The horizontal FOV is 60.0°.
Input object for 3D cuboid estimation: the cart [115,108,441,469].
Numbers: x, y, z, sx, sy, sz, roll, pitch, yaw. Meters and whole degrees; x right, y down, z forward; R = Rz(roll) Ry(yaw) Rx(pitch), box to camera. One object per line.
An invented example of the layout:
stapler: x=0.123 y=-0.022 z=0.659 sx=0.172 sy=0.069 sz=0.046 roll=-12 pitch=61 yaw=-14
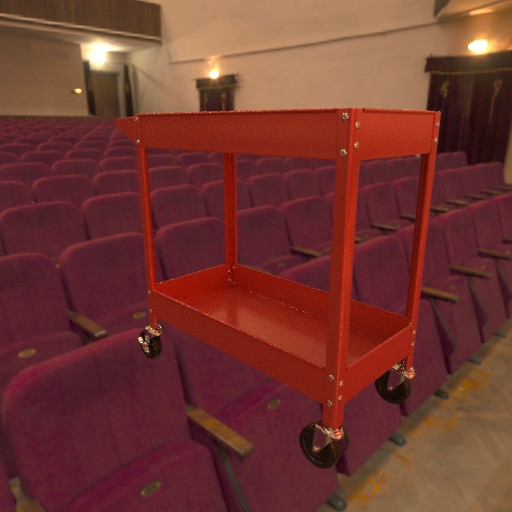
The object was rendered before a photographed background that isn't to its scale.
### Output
cart: x=0.000 y=0.000 z=1.171 sx=0.779 sy=0.719 sz=0.366 roll=16 pitch=23 yaw=42
